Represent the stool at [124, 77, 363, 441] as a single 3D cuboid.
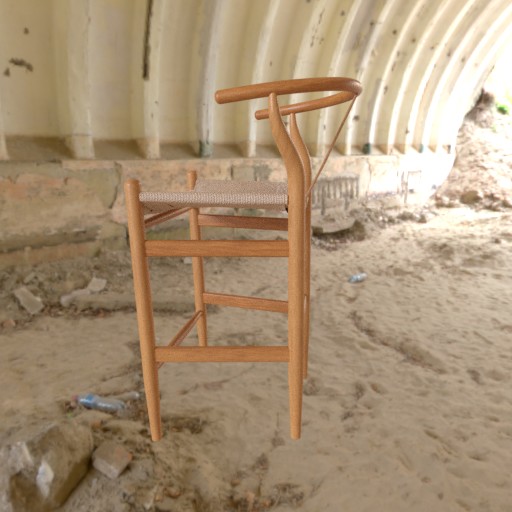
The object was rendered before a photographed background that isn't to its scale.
[{"bbox_3d":[0.000,0.000,1.344,0.579,0.970,0.569,2,14,9],"label":"stool"}]
